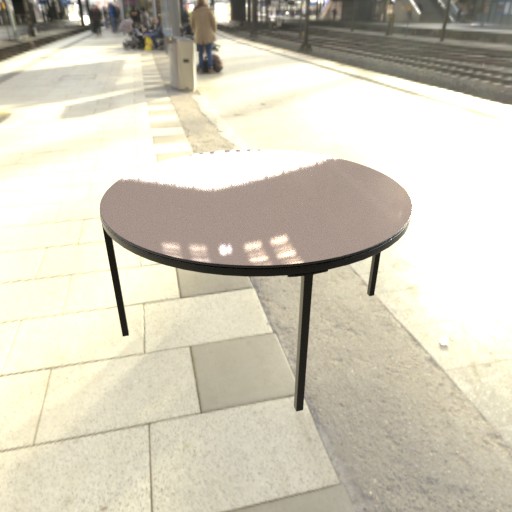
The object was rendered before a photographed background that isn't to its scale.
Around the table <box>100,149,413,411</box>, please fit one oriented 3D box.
[{"bbox_3d":[0.000,0.000,1.278,0.800,0.400,0.800,0,29,0],"label":"table"}]
